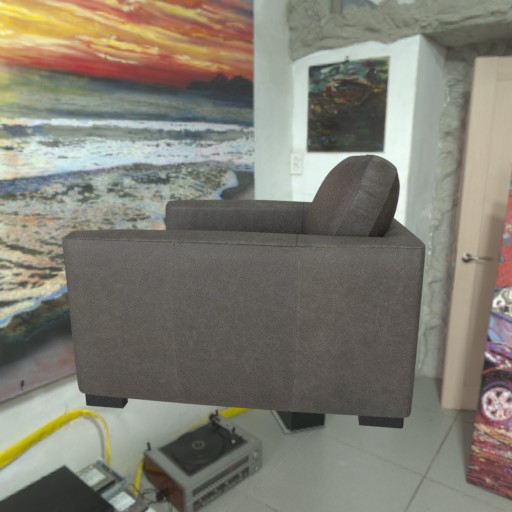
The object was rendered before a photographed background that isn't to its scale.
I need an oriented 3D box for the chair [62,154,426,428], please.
[{"bbox_3d":[0.000,0.000,1.801,1.080,0.807,1.106,2,13,8],"label":"chair"}]
